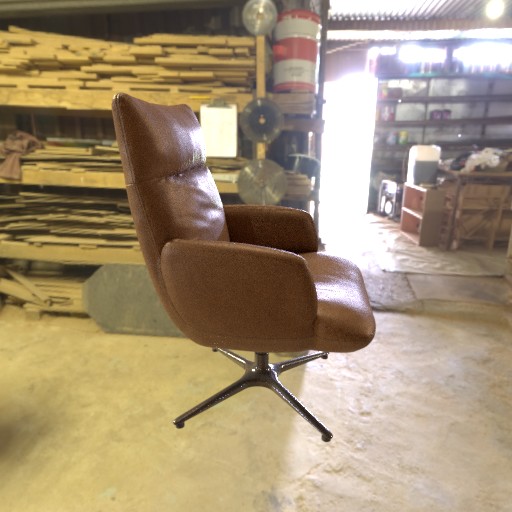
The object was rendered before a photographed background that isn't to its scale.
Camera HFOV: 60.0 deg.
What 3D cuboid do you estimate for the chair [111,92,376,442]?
[{"bbox_3d":[0.000,0.000,1.529,0.794,1.027,0.711,2,16,8],"label":"chair"}]
